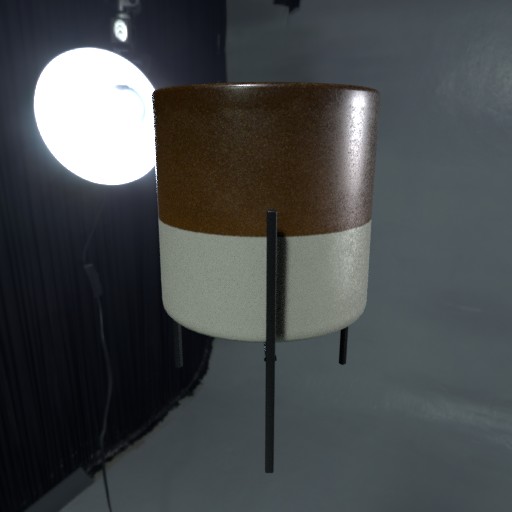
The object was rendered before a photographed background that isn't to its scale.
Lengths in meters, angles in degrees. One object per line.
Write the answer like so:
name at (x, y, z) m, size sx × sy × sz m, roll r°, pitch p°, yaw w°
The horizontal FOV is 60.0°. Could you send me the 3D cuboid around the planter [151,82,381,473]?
planter at (0.000, 0.000, 0.542) m, size 0.269 × 0.375 × 0.255 m, roll 8°, pitch 18°, yaw 26°
